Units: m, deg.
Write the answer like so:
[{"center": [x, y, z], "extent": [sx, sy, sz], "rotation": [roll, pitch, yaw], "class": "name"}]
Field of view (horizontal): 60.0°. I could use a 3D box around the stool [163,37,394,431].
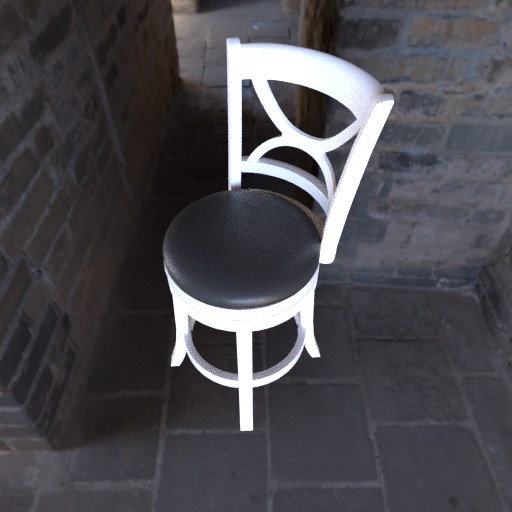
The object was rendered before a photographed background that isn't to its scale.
[{"center": [0.000, 0.000, 1.214], "extent": [0.444, 0.953, 0.508], "rotation": [33, 55, 27], "class": "stool"}]
